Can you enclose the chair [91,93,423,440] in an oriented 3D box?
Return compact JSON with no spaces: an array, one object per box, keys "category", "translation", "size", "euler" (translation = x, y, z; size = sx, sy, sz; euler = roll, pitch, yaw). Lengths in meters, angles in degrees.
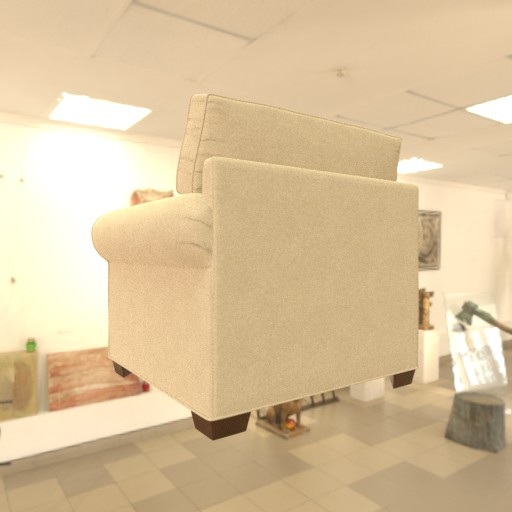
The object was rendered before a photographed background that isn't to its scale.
[{"category":"chair","translation":[0.000,0.000,1.733],"size":[1.040,0.955,0.863],"euler":[-1,1,-35]}]
